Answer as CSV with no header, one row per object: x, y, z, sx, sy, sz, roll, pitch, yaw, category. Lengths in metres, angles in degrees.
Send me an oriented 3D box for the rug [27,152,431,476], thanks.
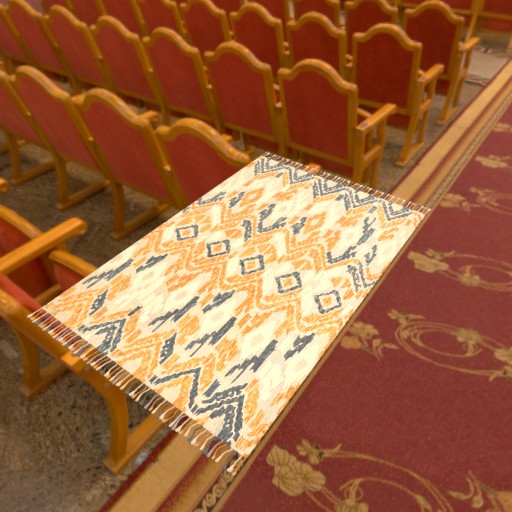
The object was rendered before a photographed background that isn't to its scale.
0.000,0.000,2.966,1.533,0.010,2.428,26,48,26,rug
